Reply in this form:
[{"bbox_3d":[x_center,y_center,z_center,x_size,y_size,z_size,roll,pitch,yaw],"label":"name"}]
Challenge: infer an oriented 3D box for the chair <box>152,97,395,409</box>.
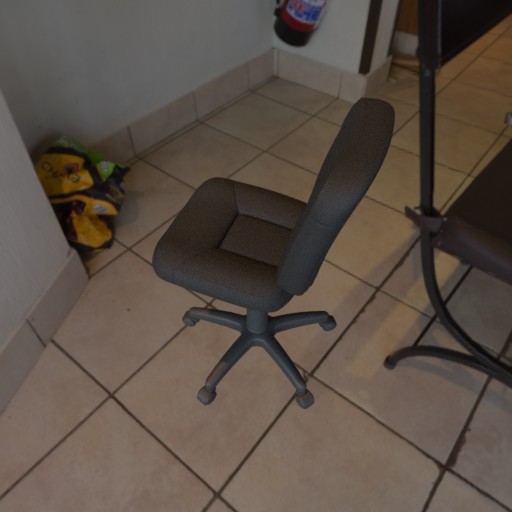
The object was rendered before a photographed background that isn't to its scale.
[{"bbox_3d":[0.000,0.000,1.350,0.610,0.972,0.610,15,48,14],"label":"chair"}]
